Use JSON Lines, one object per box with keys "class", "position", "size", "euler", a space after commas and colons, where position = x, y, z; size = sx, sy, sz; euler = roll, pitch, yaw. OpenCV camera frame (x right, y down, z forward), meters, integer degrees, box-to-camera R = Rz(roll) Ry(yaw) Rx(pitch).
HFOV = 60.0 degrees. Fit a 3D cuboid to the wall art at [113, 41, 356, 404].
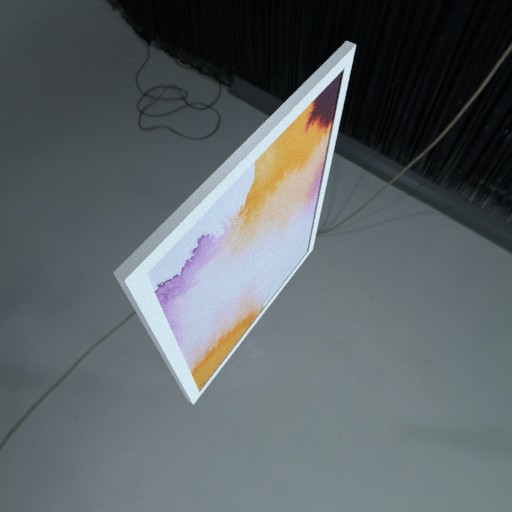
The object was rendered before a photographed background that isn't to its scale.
{"class": "wall art", "position": [0.000, 0.000, 0.635], "size": [0.013, 0.456, 0.382], "euler": [32, 64, 17]}
